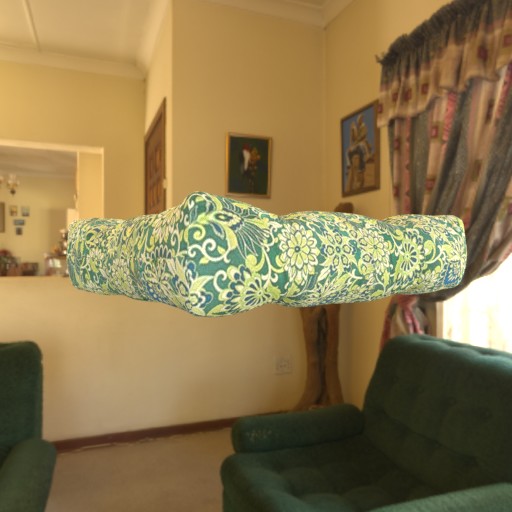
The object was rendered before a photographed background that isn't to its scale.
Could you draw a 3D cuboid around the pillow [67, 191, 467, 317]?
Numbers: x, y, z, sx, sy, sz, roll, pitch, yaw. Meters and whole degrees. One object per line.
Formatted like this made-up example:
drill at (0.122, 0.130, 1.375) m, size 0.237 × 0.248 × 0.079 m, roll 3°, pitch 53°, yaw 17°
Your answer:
pillow at (0.000, 0.000, 0.715) m, size 0.490 × 0.128 × 0.468 m, roll 0°, pitch 0°, yaw -37°
